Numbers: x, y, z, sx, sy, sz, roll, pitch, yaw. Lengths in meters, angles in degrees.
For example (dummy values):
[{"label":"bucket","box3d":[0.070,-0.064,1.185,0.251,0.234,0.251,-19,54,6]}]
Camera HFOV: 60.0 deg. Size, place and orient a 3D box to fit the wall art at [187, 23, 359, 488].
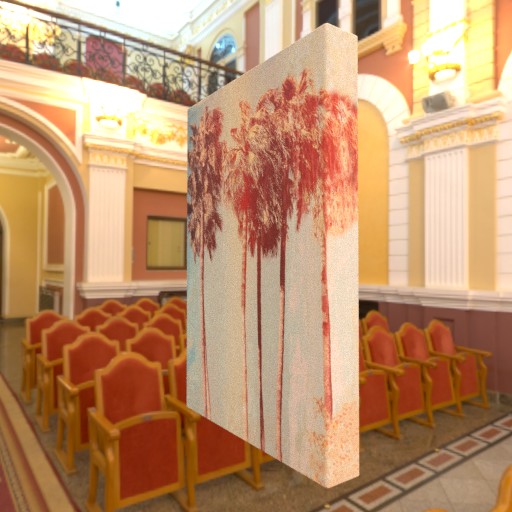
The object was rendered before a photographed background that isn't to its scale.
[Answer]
[{"label":"wall art","box3d":[0.000,0.000,0.472,0.039,0.380,0.251,1,-1,-35]}]
